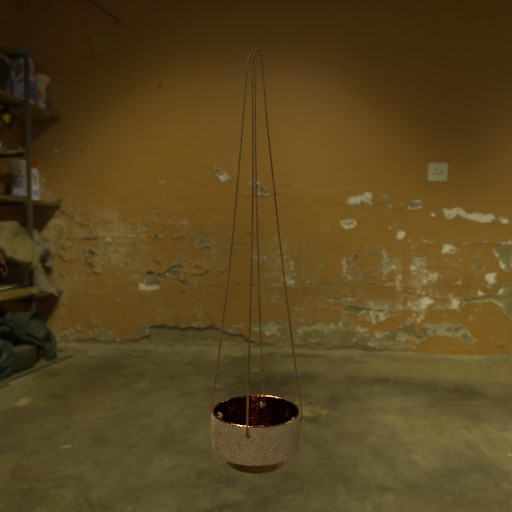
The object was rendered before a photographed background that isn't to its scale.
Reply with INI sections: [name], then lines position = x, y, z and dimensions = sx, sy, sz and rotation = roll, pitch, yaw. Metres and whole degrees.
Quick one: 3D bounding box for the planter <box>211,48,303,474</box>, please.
[planter]
position = 0.000, 0.000, 1.116
dimensions = 0.223, 1.030, 0.223
rotation = -1, 1, -35
